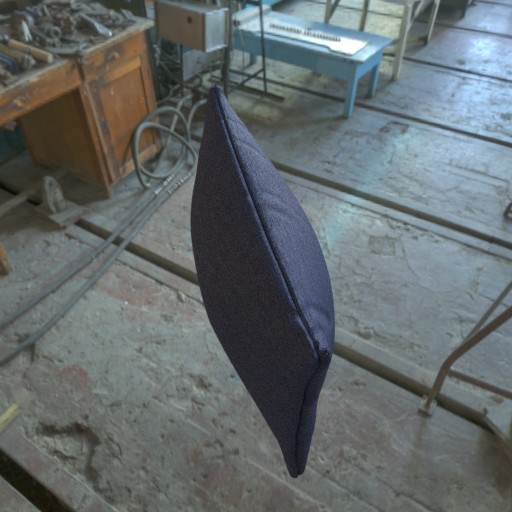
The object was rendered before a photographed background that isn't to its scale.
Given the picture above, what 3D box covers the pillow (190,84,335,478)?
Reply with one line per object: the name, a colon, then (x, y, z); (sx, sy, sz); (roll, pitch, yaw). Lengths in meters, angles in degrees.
pillow: (0.000, 0.000, 0.771); (0.210, 0.338, 0.633); (-10, 47, -9)
